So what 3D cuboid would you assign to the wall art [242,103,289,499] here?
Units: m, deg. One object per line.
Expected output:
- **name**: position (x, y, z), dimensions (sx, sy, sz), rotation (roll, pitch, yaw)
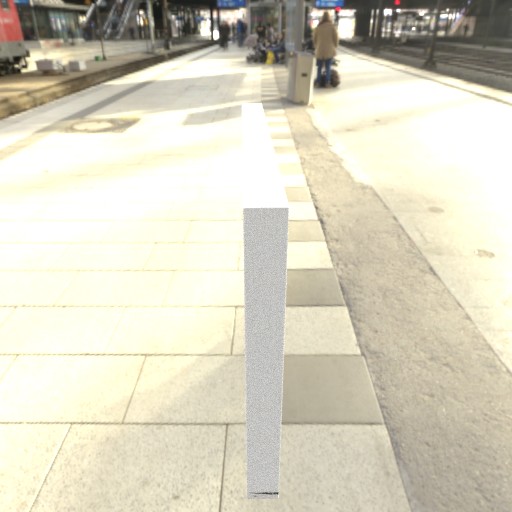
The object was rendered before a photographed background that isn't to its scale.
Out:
- **wall art**: position (0.000, 0.000, 0.765), dimensions (0.042, 0.414, 0.608), rotation (-1, 27, -2)
